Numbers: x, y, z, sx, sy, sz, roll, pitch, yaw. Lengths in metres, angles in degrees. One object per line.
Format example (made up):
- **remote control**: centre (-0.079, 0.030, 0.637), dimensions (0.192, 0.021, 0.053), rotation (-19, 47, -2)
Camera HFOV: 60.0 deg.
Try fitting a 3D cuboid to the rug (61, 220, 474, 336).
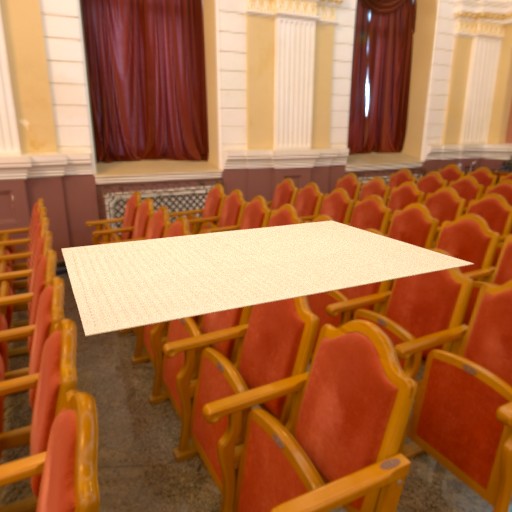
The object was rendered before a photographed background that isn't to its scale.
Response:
- **rug**: centre (0.000, 0.000, 2.932), dimensions (2.289, 0.006, 1.523), rotation (-8, 18, -25)
